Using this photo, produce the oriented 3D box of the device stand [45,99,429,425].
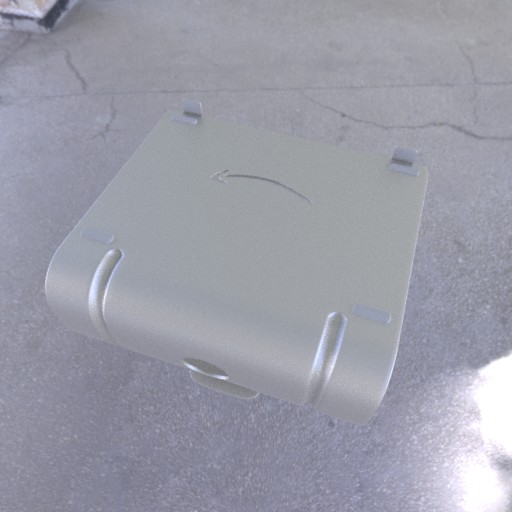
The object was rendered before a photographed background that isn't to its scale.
[{"bbox_3d":[0.000,0.000,0.399,0.256,0.155,0.236,15,59,10],"label":"device stand"}]
